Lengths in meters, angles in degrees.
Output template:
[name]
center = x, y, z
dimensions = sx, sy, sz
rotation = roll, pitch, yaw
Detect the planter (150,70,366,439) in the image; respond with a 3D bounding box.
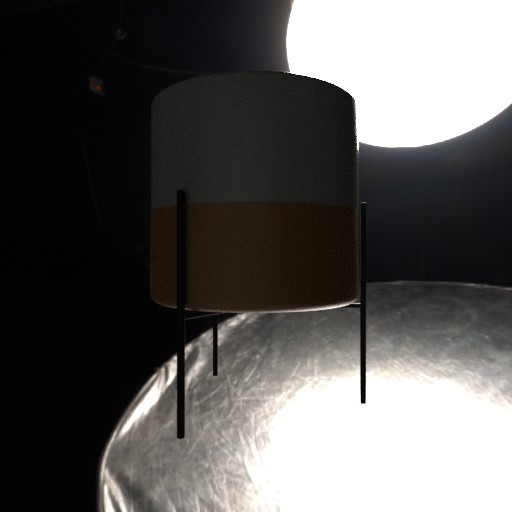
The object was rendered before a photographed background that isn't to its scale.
[planter]
center = 0.000, 0.000, 0.655
dimensions = 0.310, 0.432, 0.310
rotation = 0, 0, 18
